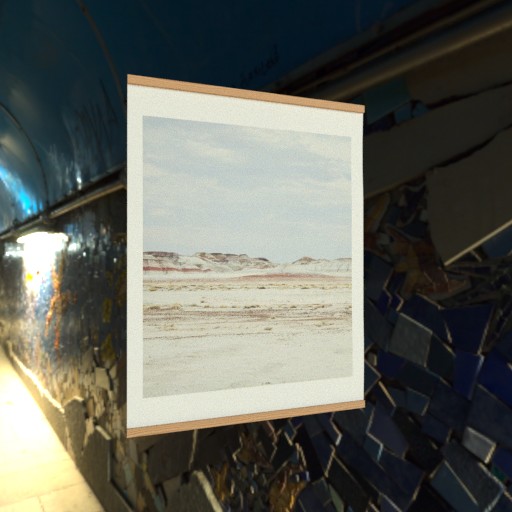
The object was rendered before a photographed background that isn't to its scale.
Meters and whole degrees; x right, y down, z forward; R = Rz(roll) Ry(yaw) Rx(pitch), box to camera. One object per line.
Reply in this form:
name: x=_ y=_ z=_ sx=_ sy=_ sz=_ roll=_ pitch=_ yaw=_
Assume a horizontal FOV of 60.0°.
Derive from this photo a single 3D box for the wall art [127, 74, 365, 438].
wall art: x=0.000 y=0.000 z=0.819 sx=0.458 sy=0.605 sz=0.011 roll=0 pitch=0 yaw=-19
